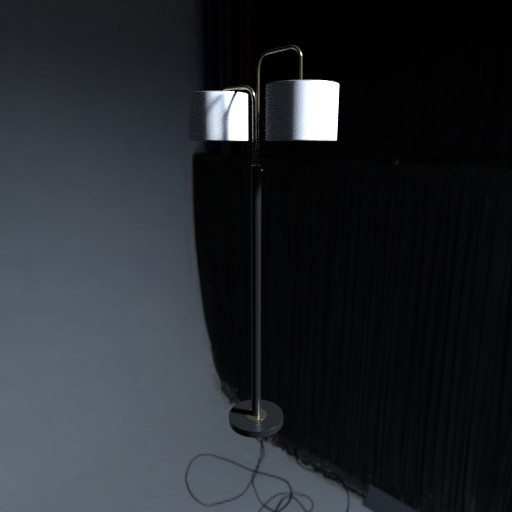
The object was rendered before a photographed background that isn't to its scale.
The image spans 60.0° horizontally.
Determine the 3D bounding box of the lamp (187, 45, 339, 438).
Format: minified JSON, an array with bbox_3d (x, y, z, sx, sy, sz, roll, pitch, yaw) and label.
[{"bbox_3d":[0.000,0.000,1.873,0.254,1.587,0.711,-14,20,-43],"label":"lamp"}]
